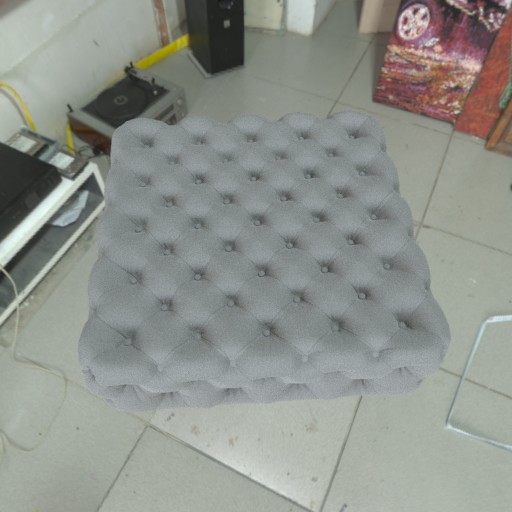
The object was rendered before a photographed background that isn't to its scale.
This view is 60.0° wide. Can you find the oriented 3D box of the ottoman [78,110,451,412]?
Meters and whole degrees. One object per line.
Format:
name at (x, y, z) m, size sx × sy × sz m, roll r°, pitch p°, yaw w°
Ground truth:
ottoman at (0.000, 0.000, 1.410) m, size 0.917 × 0.439 × 0.911 m, roll -3°, pitch 57°, yaw -2°
